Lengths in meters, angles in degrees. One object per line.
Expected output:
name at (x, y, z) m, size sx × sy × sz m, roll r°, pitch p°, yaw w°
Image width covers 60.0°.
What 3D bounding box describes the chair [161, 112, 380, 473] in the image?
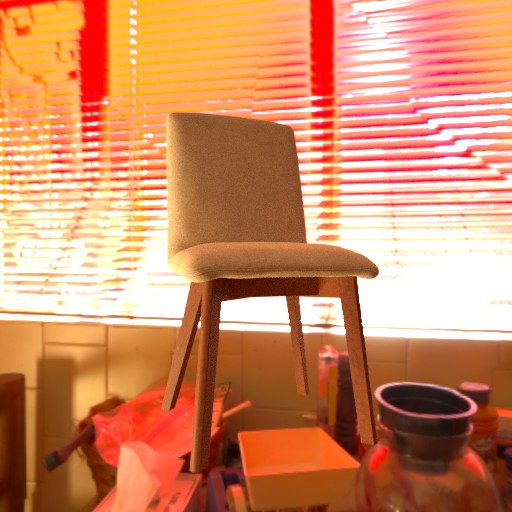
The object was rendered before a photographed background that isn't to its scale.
chair at (0.000, 0.000, 1.321) m, size 0.522 × 0.974 × 0.563 m, roll 0°, pitch 0°, yaw -19°
